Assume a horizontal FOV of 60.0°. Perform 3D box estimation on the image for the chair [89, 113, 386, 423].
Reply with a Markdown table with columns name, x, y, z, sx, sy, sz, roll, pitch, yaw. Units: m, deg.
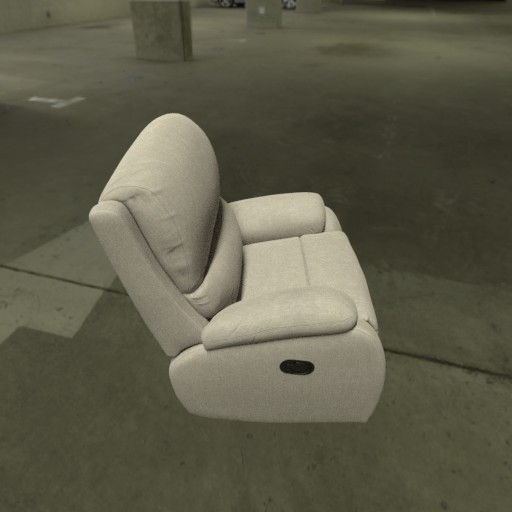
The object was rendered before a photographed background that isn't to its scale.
| name | x | y | z | sx | sy | sz | roll | pitch | yaw |
| --- | --- | --- | --- | --- | --- | --- | --- | --- | --- |
| chair | 0.000 | 0.000 | 1.743 | 0.899 | 1.011 | 0.930 | 0 | 32 | 0 |
